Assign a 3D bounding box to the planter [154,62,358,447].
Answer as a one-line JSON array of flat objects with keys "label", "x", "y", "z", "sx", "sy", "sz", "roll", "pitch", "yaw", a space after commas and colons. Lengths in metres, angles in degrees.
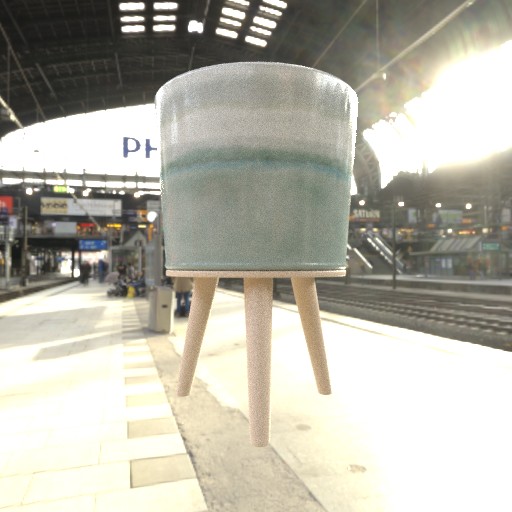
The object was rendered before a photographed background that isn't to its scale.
[{"label": "planter", "x": 0.000, "y": 0.000, "z": 0.589, "sx": 0.265, "sy": 0.404, "sz": 0.265, "roll": 0, "pitch": -1, "yaw": -19}]
